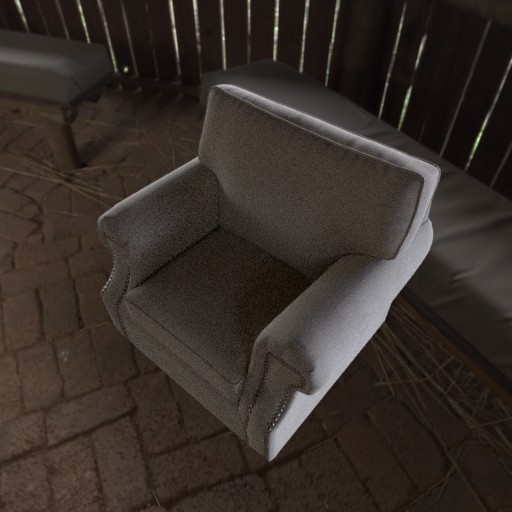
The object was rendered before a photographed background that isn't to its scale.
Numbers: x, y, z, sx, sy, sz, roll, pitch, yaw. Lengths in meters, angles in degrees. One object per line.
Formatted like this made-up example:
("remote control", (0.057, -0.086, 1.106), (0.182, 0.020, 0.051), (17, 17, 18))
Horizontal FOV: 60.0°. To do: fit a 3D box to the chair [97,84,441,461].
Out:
("chair", (0.000, 0.000, 1.779), (1.092, 0.961, 0.965), (31, 53, 27))
